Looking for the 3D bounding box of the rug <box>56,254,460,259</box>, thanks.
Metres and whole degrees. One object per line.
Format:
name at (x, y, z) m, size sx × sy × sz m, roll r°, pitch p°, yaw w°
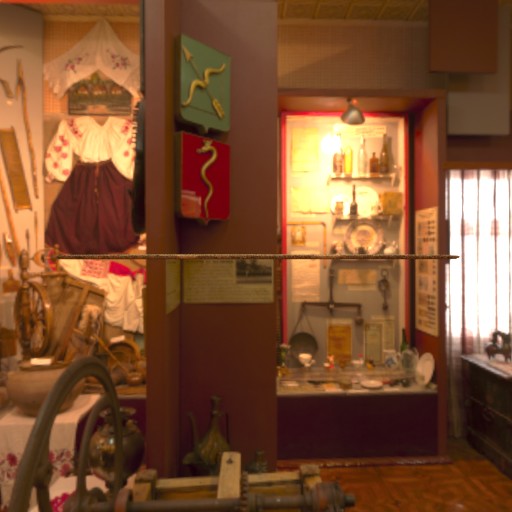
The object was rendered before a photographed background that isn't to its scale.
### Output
rug at (0.000, 0.000, 4.094) m, size 2.399 × 0.026 × 3.000 m, roll 0°, pitch 0°, yaw -1°
